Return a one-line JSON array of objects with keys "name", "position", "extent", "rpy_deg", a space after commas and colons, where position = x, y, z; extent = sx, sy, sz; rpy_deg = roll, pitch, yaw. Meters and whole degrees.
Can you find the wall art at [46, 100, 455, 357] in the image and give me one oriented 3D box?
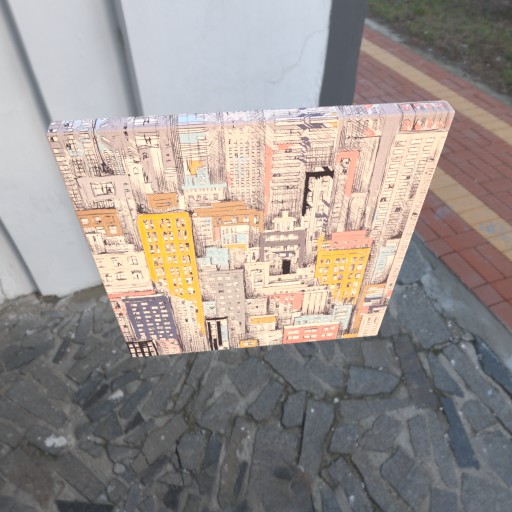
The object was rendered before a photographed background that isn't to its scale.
[{"name": "wall art", "position": [0.000, 0.000, 1.105], "extent": [0.761, 0.762, 0.048], "rpy_deg": [-4, 47, -4]}]
